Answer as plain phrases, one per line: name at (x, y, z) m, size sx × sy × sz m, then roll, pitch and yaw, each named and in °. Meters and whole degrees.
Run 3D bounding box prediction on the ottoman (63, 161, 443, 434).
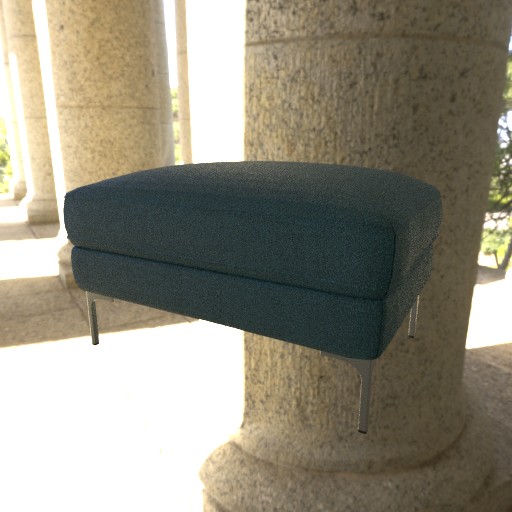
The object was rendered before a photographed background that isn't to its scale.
ottoman at (0.000, 0.000, 1.194) m, size 0.856 × 0.498 × 0.563 m, roll 9°, pitch 18°, yaw 28°
